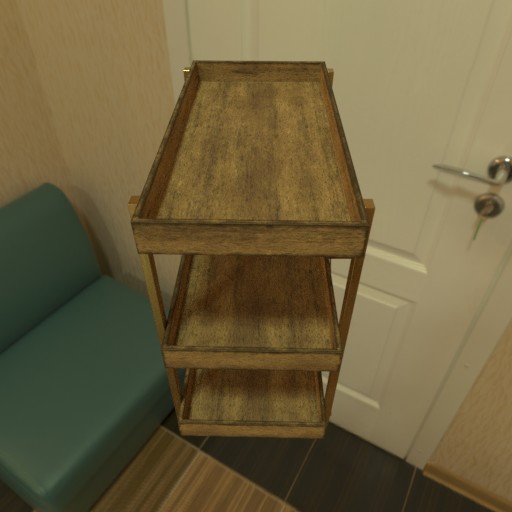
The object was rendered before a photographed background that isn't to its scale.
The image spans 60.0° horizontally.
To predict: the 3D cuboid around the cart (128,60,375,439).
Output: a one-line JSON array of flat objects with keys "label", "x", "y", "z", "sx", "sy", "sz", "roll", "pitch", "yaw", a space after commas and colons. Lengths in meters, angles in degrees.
[{"label": "cart", "x": 0.000, "y": 0.000, "z": 1.228, "sx": 0.416, "sy": 0.799, "sz": 0.750, "roll": 1, "pitch": 42, "yaw": 1}]
